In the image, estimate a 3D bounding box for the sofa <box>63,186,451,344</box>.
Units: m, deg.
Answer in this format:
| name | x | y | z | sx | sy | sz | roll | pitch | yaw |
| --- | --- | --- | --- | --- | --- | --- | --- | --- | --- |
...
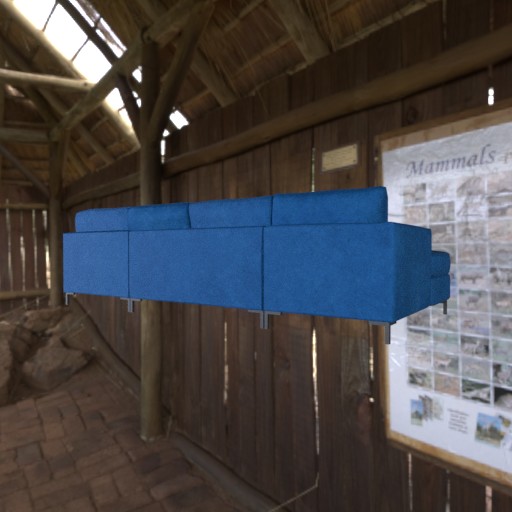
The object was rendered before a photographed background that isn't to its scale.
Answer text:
| name | x | y | z | sx | sy | sz | roll | pitch | yaw |
| --- | --- | --- | --- | --- | --- | --- | --- | --- | --- |
| sofa | 0.000 | 0.000 | 4.400 | 3.434 | 0.992 | 2.055 | 1 | 1 | 35 |
